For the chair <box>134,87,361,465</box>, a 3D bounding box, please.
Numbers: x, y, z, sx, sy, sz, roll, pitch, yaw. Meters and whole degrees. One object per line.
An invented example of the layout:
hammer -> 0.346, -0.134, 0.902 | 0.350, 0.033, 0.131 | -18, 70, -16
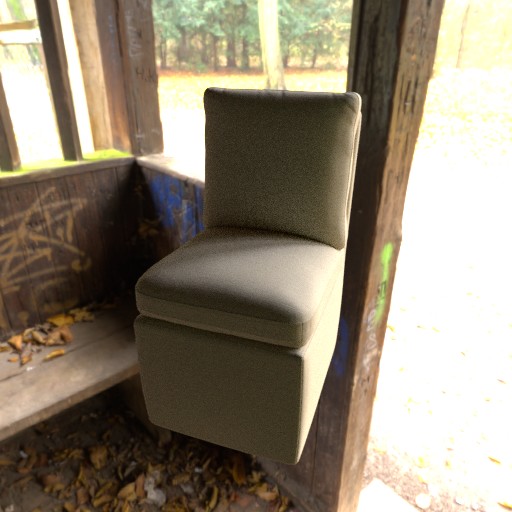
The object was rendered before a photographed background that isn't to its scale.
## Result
chair -> 0.000, 0.000, 1.364 | 0.503, 0.927, 0.698 | 9, 28, 17
